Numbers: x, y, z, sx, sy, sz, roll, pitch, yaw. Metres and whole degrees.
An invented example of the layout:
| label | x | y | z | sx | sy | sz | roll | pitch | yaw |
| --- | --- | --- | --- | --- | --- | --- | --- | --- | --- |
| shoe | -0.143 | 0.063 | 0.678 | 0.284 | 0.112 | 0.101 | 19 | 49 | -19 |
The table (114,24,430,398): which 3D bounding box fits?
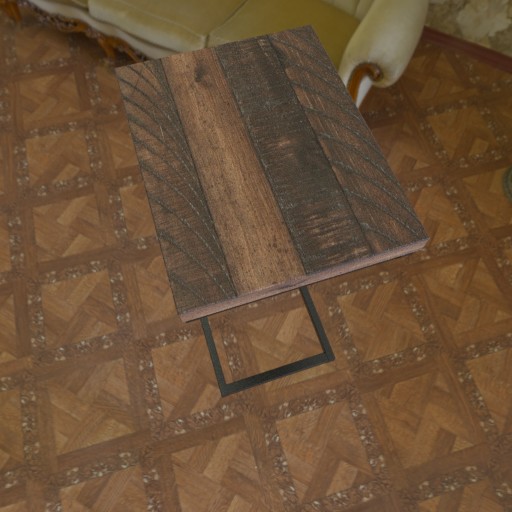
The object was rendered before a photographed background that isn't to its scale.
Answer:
| label | x | y | z | sx | sy | sz | roll | pitch | yaw |
| --- | --- | --- | --- | --- | --- | --- | --- | --- | --- |
| table | 0.000 | 0.000 | 0.936 | 0.323 | 0.718 | 0.414 | -16 | 66 | -8 |
